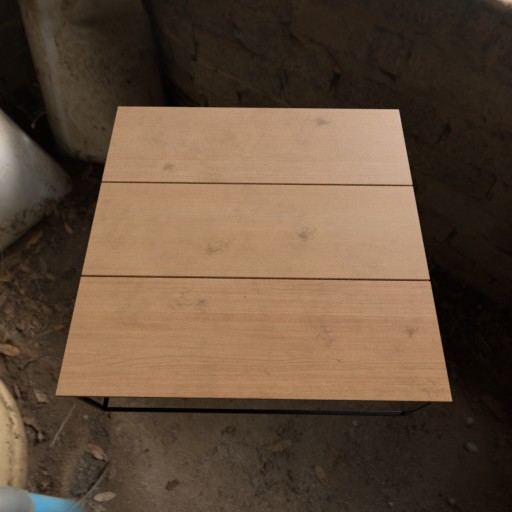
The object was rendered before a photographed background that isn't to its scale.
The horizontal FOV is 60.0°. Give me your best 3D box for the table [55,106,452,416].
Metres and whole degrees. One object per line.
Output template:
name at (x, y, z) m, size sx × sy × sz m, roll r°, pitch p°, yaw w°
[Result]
table at (0.000, 0.000, 1.659) m, size 1.100 × 0.400 × 1.100 m, roll 1°, pitch 62°, yaw 0°
